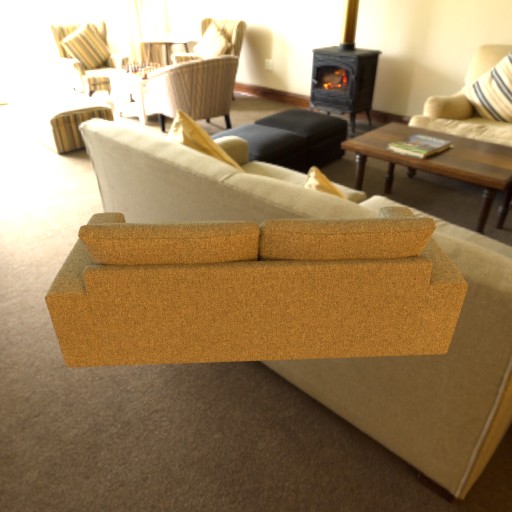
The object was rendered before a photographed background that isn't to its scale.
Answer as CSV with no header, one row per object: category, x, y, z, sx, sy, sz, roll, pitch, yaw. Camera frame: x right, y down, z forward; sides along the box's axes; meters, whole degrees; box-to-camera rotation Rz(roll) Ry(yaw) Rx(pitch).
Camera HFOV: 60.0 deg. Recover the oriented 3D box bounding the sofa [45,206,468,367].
sofa,0.000,0.000,2.881,2.299,0.922,1.040,-1,32,-2
